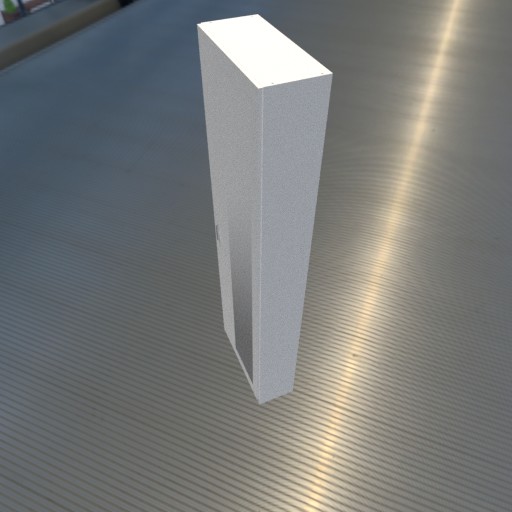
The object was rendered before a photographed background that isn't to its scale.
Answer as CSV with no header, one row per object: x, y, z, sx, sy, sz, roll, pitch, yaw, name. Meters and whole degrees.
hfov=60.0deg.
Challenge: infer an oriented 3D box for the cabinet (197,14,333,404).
0.000,0.000,1.956,0.230,1.790,0.500,-17,49,-16,cabinet
